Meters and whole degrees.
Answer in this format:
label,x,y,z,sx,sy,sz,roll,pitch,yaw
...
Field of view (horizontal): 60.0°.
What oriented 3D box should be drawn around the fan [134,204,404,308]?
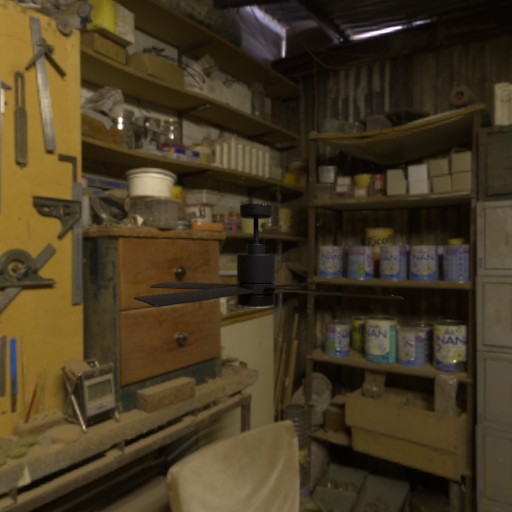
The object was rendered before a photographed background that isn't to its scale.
label,x,y,z,sx,sy,sz,roll,pitch,yaw
fan,0.000,0.000,2.354,1.525,0.534,1.525,0,0,36
